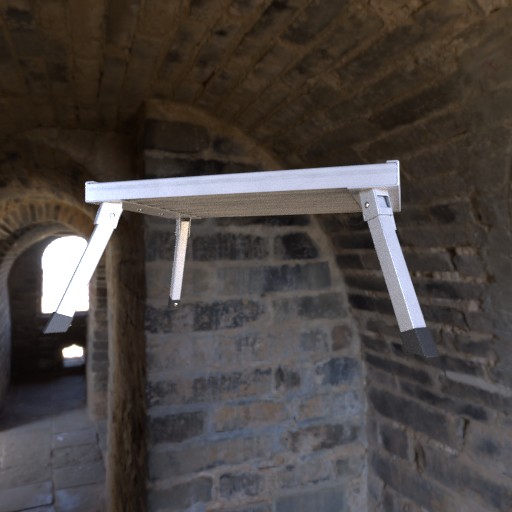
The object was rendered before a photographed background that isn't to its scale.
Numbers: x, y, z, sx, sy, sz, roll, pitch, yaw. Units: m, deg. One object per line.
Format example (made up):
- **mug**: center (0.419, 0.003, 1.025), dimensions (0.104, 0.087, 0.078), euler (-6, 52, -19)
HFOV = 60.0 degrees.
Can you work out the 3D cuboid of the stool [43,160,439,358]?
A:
- **stool**: center (0.000, 0.000, 0.735), dimensions (0.535, 0.225, 0.385), euler (0, -1, 18)
